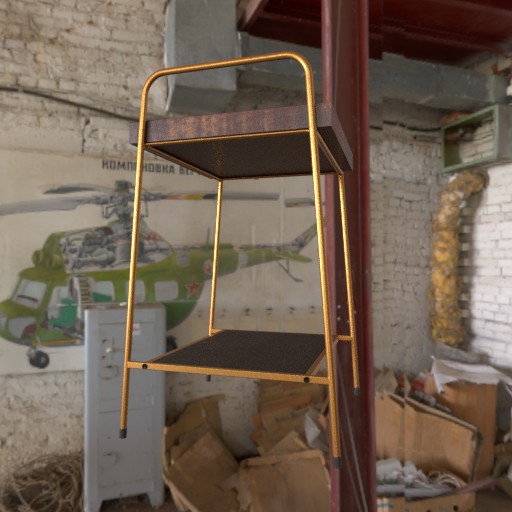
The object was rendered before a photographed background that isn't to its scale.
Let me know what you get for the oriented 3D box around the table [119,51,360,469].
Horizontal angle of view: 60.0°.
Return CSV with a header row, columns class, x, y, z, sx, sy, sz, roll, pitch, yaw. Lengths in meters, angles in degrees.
class,x,y,z,sx,sy,sz,roll,pitch,yaw
table,0.000,0.000,1.004,0.430,0.710,0.430,0,0,17
